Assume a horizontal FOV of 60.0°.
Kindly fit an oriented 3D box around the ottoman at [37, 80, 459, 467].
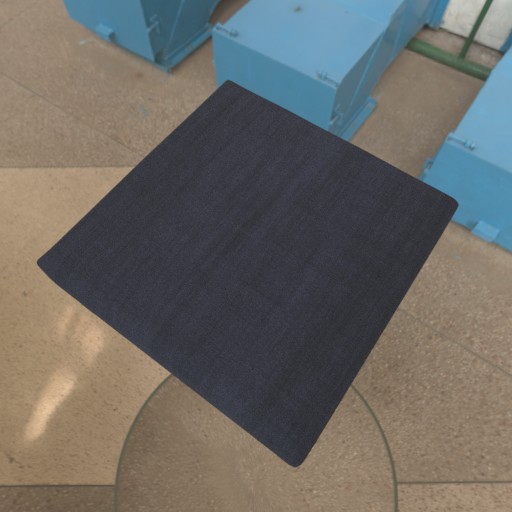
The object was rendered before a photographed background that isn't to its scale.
[{"bbox_3d":[0.000,0.000,1.421,0.889,0.411,0.890,33,68,15],"label":"ottoman"}]
